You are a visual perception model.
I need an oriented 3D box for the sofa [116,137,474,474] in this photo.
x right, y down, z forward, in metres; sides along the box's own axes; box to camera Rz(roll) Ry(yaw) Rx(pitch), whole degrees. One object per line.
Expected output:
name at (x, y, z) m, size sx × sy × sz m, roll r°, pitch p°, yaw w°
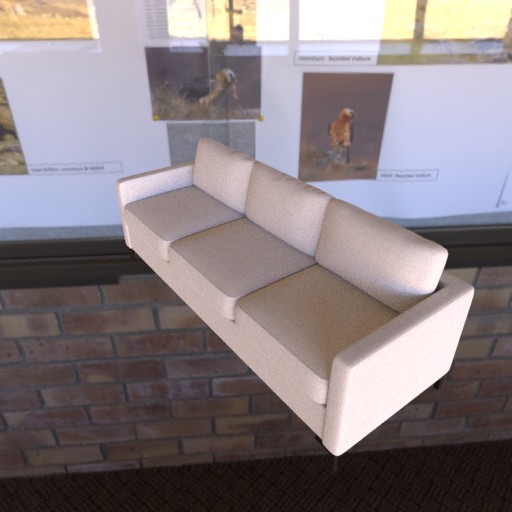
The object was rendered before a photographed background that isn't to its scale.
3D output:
sofa at (0.000, 0.000, 2.661) m, size 0.859 × 0.874 × 2.218 m, roll -22°, pitch 38°, yaw -31°
